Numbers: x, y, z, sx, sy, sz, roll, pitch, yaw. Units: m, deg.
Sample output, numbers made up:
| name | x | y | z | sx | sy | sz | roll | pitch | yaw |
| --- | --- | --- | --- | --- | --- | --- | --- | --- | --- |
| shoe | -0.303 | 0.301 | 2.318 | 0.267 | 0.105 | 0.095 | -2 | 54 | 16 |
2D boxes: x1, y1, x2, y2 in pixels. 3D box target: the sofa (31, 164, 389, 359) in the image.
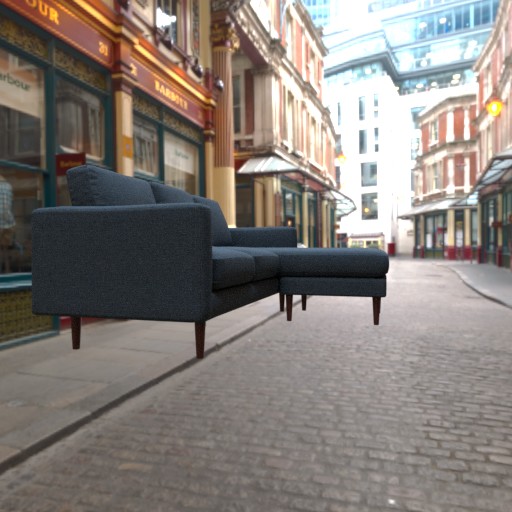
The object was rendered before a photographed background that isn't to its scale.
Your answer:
| name | x | y | z | sx | sy | sz | roll | pitch | yaw |
| --- | --- | --- | --- | --- | --- | --- | --- | --- | --- |
| sofa | 0.000 | 0.000 | 2.887 | 1.667 | 0.957 | 2.055 | 0 | 1 | 17 |
